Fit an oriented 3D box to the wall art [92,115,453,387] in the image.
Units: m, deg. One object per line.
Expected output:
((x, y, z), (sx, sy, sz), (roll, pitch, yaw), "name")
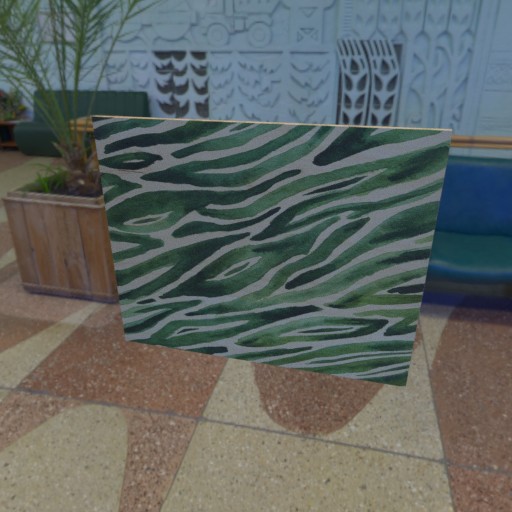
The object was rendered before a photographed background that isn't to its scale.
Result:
((0.000, 0.000, 0.699), (0.508, 0.408, 0.012), (6, 26, 13), "wall art")
